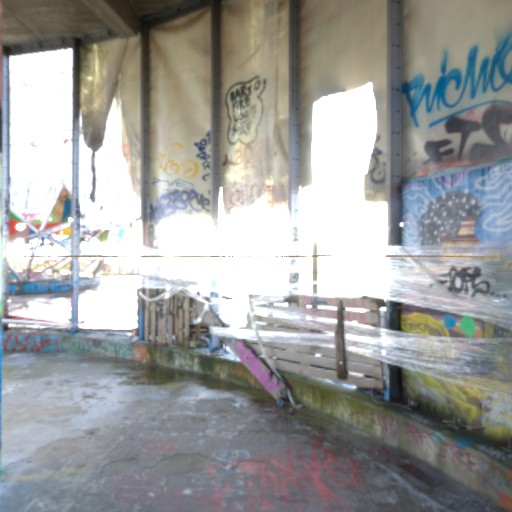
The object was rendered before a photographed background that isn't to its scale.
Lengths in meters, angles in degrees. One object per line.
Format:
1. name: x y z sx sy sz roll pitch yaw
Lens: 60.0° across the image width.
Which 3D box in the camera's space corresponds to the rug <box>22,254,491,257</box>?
1. rug: 0.000 0.000 2.514 2.294 0.014 0.704 0 0 1
